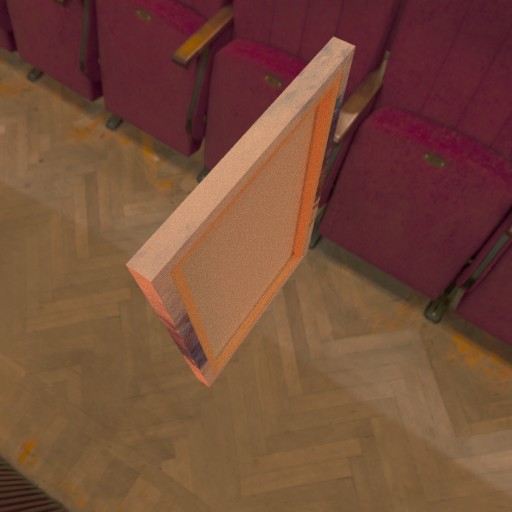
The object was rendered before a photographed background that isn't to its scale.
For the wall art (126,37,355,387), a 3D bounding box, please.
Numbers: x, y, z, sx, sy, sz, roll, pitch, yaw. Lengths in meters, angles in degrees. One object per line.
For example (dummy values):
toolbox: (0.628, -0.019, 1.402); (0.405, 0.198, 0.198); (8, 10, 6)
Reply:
wall art: (0.000, 0.000, 1.126); (0.048, 0.874, 0.583); (32, 68, 14)
